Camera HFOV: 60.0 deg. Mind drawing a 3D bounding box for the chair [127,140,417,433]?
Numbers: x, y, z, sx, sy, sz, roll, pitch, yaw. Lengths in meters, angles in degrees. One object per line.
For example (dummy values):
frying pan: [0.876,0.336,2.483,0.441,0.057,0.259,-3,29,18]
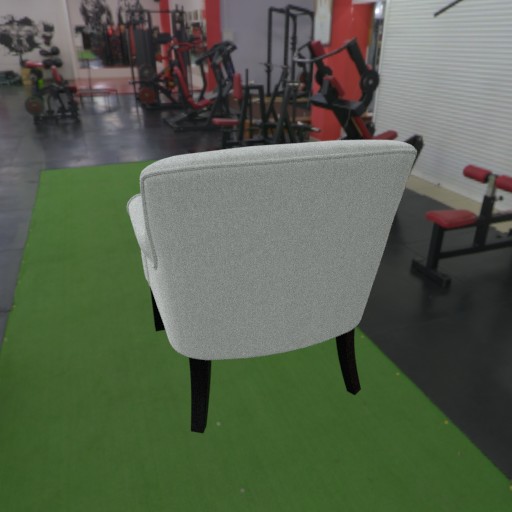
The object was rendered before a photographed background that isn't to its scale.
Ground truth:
chair: [0.000,0.000,1.486,0.781,0.875,0.750,-8,27,-16]
